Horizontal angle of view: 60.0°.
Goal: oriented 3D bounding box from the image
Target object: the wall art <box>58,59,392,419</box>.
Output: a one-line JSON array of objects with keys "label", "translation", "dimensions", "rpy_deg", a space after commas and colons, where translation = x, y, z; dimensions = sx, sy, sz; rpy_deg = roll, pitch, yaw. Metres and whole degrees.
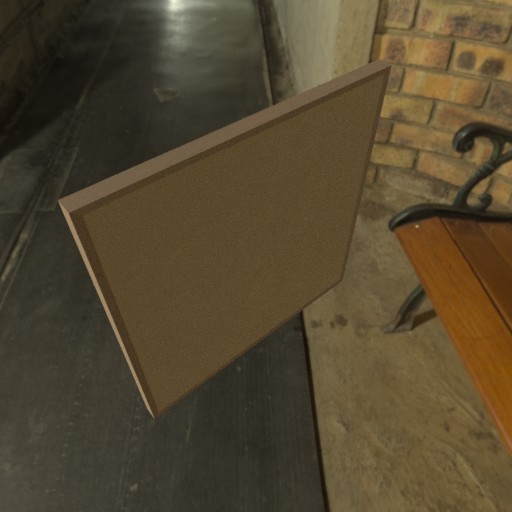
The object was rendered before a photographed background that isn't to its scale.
[{"label": "wall art", "translation": [0.000, 0.000, 1.114], "dimensions": [0.761, 0.758, 0.038], "rpy_deg": [-32, 55, -26]}]
